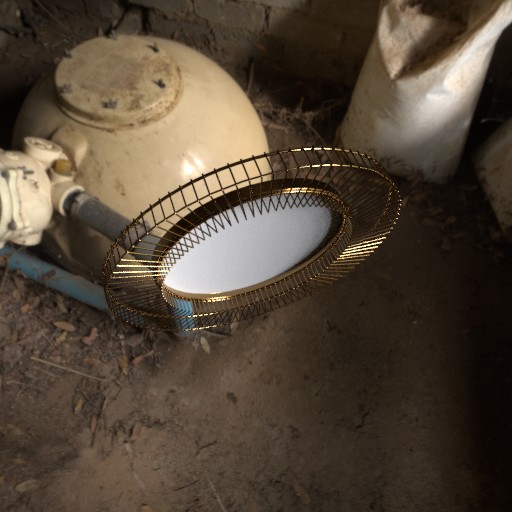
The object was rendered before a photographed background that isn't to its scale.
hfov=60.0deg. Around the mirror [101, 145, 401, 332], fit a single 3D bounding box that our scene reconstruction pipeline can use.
[{"bbox_3d":[0.000,0.000,1.059,0.703,0.703,0.067,-17,64,-8],"label":"mirror"}]
